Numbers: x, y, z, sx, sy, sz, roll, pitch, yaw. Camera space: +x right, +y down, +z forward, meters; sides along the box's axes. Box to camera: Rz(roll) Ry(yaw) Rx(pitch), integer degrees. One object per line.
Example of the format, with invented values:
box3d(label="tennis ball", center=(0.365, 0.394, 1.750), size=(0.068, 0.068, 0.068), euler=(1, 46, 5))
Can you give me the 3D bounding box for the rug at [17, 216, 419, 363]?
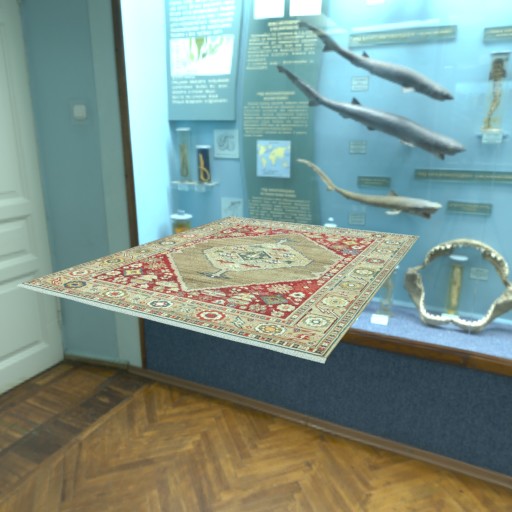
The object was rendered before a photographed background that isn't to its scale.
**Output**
box3d(label="rug", center=(0.000, 0.000, 4.122), size=(2.451, 0.008, 3.143), euler=(8, 18, 27))
